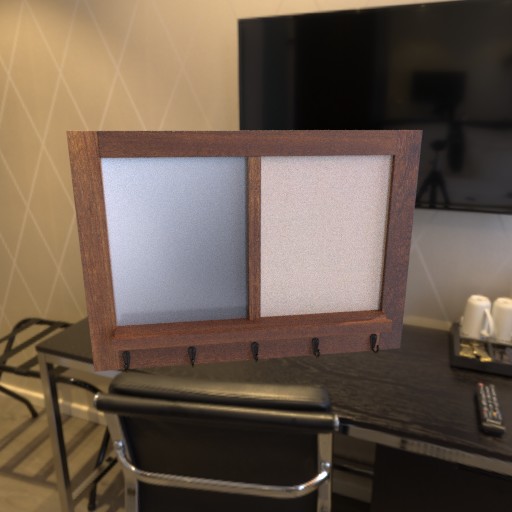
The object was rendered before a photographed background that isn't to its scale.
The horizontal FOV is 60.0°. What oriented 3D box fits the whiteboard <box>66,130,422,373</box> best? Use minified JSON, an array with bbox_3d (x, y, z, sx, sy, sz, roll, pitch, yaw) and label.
[{"bbox_3d":[0.000,0.000,1.028,0.783,0.559,0.083,-2,17,-8],"label":"whiteboard"}]
